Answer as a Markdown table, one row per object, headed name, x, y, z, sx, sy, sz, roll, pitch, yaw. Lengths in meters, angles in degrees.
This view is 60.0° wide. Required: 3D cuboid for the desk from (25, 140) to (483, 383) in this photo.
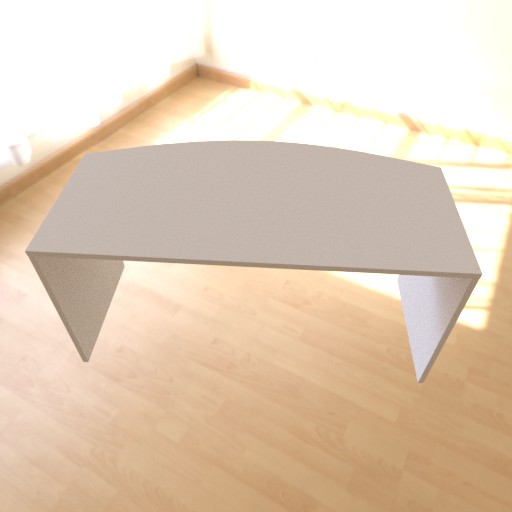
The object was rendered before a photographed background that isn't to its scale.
| name | x | y | z | sx | sy | sz | roll | pitch | yaw |
| --- | --- | --- | --- | --- | --- | --- | --- | --- | --- |
| desk | 0.000 | 0.000 | 2.092 | 1.600 | 0.750 | 0.802 | 3 | 46 | 3 |
